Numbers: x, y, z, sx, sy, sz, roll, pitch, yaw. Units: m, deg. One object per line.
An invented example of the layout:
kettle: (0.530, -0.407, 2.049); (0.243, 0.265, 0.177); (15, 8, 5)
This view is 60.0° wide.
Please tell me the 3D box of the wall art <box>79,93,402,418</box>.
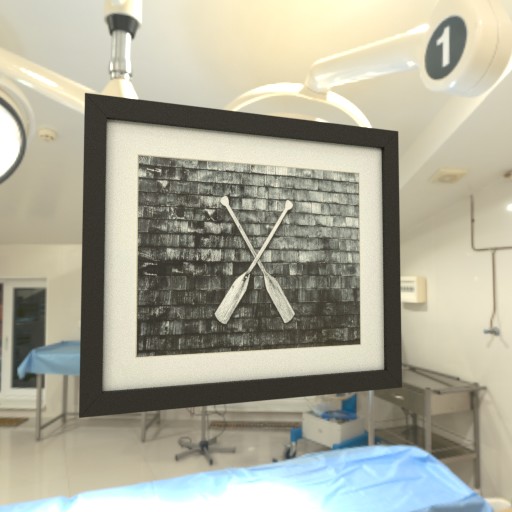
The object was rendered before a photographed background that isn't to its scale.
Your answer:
wall art: (0.000, 0.000, 0.523); (0.381, 0.330, 0.029); (1, -3, -18)
